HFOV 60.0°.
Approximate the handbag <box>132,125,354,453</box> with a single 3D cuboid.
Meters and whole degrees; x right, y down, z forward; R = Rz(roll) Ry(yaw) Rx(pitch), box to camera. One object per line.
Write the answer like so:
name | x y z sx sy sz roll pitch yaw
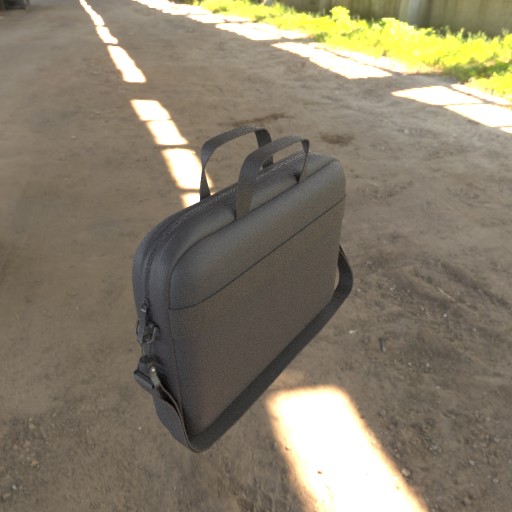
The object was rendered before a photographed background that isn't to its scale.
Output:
handbag | 0.000 0.000 0.591 0.126 0.330 0.429 22 39 30
